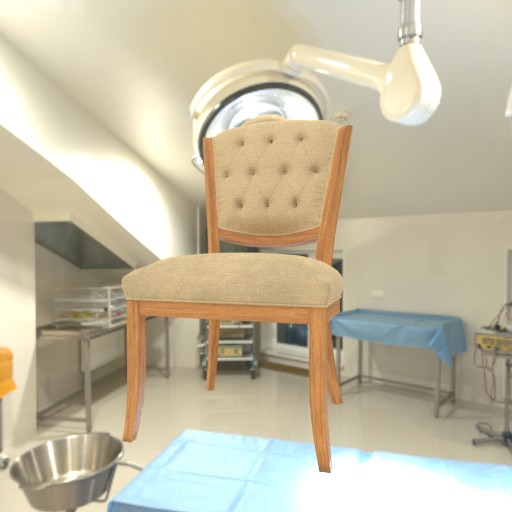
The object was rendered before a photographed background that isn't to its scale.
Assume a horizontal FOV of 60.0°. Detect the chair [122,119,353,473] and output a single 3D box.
[{"bbox_3d":[0.000,0.000,1.271,0.513,0.905,0.584,0,1,18],"label":"chair"}]
